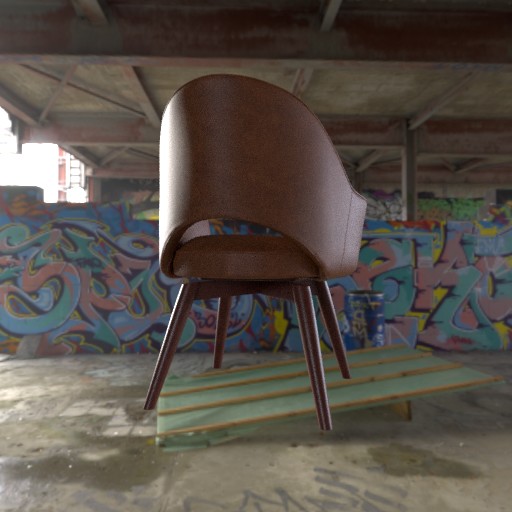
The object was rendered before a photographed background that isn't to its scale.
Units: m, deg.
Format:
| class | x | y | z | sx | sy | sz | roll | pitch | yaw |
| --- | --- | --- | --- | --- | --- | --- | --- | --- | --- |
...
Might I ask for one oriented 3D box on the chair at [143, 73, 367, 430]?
| class | x | y | z | sx | sy | sz | roll | pitch | yaw |
| --- | --- | --- | --- | --- | --- | --- | --- | --- | --- |
| chair | 0.000 | 0.000 | 1.254 | 0.591 | 0.777 | 0.640 | 0 | -1 | 17 |
